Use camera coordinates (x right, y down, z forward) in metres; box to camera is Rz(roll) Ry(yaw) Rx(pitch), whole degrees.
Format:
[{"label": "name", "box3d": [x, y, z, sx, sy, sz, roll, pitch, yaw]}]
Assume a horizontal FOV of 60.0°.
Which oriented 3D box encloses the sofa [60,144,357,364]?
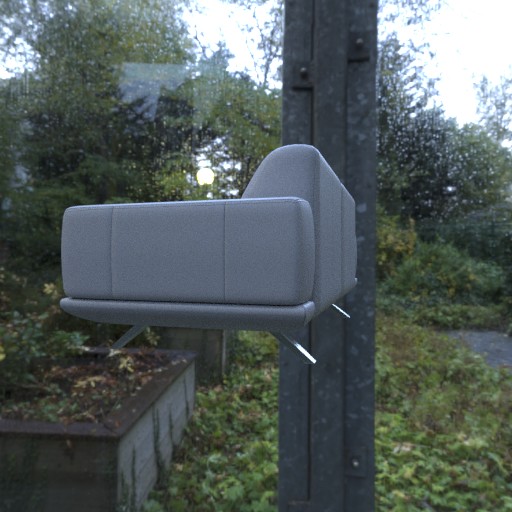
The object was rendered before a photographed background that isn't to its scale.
[{"label": "sofa", "box3d": [0.000, 0.000, 2.320, 0.900, 0.772, 1.901, 0, 0, 17]}]
